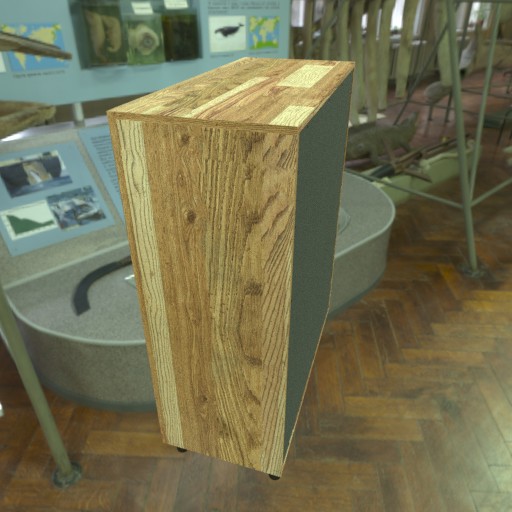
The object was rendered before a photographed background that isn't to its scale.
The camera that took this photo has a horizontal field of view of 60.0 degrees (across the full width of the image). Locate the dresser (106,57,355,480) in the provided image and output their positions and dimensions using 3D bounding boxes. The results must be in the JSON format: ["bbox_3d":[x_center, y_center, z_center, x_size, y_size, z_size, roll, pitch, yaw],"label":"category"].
[{"bbox_3d":[0.000,0.000,1.660,0.480,1.243,0.966,9,32,15],"label":"dresser"}]
